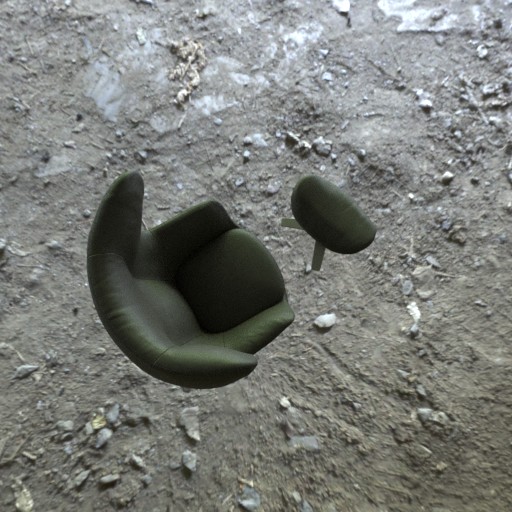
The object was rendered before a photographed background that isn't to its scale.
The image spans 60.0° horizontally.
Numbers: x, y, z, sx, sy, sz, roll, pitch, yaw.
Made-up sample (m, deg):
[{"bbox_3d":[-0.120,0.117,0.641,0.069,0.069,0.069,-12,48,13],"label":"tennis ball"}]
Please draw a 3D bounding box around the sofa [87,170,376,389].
[{"bbox_3d":[0.000,0.000,2.159,1.444,1.135,0.894,-32,78,-7],"label":"sofa"}]
